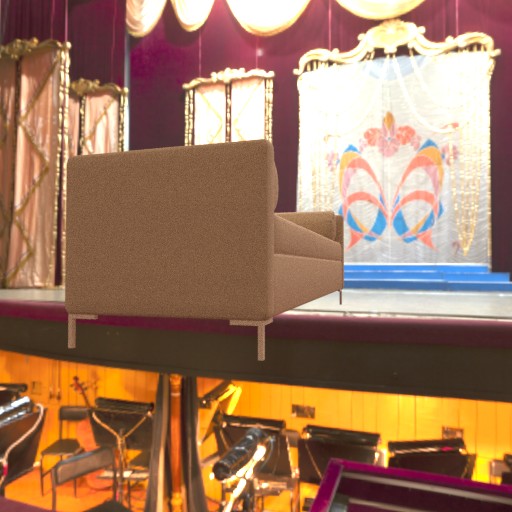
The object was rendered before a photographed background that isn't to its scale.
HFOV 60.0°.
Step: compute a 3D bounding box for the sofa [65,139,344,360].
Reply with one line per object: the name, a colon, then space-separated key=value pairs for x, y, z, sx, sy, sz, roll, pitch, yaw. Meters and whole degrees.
sofa: x=0.000 y=0.000 z=2.270 sx=0.686 sy=0.635 sz=1.981 roll=0 pitch=-2 yaw=17
